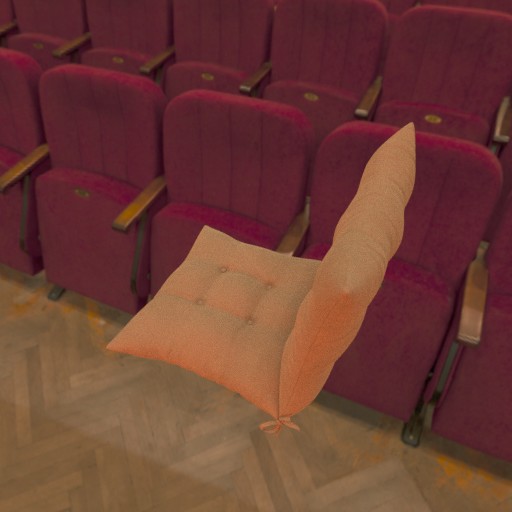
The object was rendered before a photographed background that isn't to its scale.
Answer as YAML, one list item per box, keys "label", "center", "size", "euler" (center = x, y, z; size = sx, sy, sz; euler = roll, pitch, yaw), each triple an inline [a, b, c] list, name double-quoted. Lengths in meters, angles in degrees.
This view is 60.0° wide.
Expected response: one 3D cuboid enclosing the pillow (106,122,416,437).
- label: "pillow"
  center: [0.000, 0.000, 1.014]
  size: [0.585, 0.536, 0.541]
  euler: [18, 48, 17]
